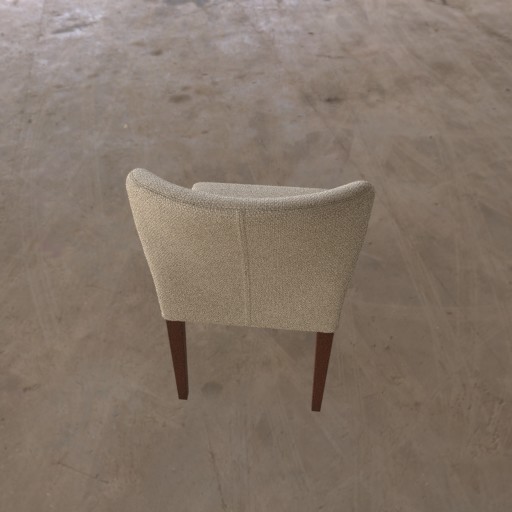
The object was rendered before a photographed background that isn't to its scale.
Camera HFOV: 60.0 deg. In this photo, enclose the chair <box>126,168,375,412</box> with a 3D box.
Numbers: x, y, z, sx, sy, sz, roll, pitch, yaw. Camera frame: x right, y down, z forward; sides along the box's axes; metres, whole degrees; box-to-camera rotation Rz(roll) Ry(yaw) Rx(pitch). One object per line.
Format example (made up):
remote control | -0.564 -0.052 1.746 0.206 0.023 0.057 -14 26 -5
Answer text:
chair | 0.000 0.000 1.239 0.491 0.839 0.589 4 47 4
